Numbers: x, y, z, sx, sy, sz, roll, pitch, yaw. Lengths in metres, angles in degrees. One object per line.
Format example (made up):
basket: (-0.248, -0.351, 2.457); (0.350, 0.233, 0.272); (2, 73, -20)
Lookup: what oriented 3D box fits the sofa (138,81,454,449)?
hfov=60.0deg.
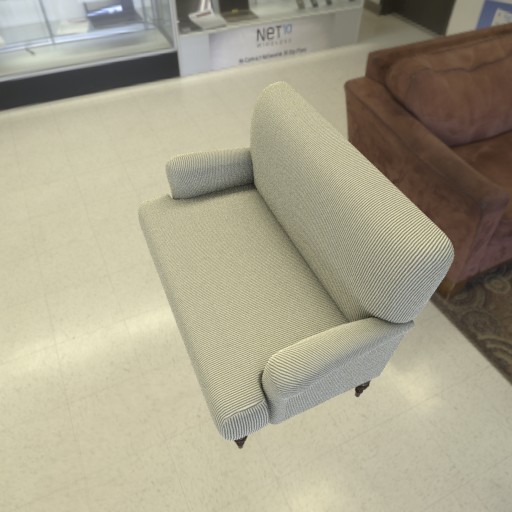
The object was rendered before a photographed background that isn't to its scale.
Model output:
sofa: (0.000, 0.000, 1.848); (0.779, 0.889, 1.297); (-18, 49, -16)
